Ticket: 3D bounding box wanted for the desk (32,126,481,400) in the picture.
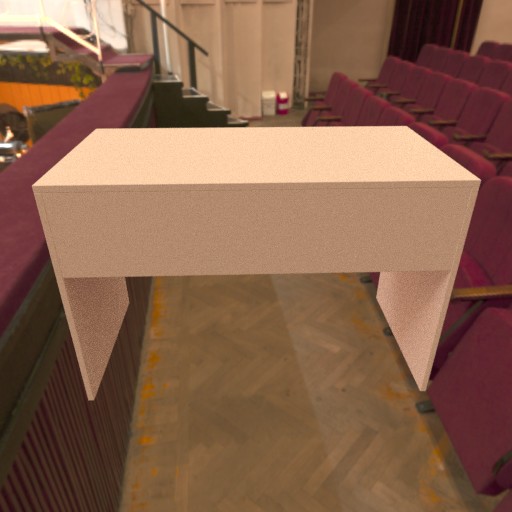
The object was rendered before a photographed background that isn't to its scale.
[{"bbox_3d":[0.000,0.000,1.507,1.100,0.730,0.560,-1,30,-2],"label":"desk"}]
